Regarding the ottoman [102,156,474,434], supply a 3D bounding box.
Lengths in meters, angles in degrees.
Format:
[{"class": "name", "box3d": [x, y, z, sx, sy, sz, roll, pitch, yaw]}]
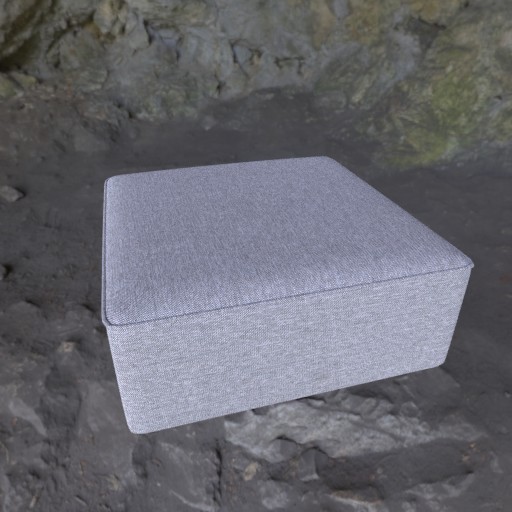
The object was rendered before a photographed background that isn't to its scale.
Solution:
[{"class": "ottoman", "box3d": [0.000, 0.000, 1.602, 1.005, 0.455, 1.005, -8, 31, -14]}]
